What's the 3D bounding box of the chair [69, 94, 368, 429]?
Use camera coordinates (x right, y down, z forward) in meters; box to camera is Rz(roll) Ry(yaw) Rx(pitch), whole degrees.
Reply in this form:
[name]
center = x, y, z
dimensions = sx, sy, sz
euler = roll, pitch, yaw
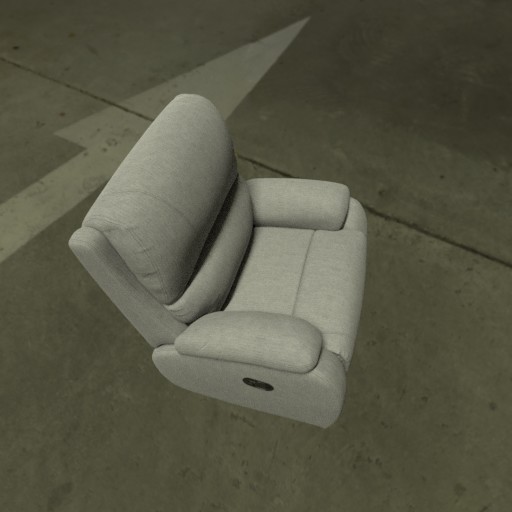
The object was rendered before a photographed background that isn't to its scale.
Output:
[chair]
center = 0.000, 0.000, 1.760
dimensions = 0.899, 1.011, 0.930
euler = 11, 50, 10
